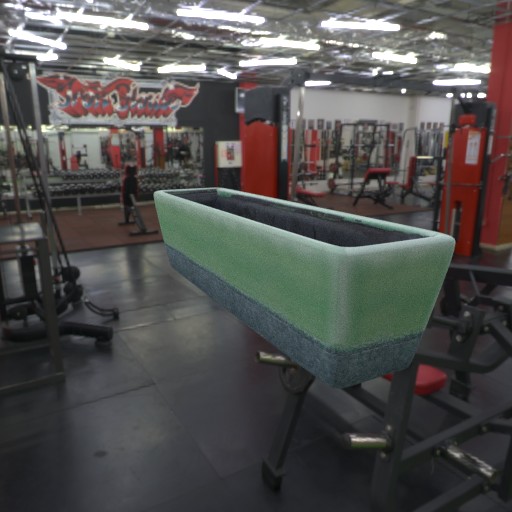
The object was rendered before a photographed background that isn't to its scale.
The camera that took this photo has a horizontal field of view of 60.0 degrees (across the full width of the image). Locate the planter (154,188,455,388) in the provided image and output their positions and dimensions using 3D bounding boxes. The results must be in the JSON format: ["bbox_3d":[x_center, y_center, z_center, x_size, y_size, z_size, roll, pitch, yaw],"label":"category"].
[{"bbox_3d":[0.000,0.000,0.315,0.072,0.072,0.275,-7,16,-27],"label":"planter"}]
